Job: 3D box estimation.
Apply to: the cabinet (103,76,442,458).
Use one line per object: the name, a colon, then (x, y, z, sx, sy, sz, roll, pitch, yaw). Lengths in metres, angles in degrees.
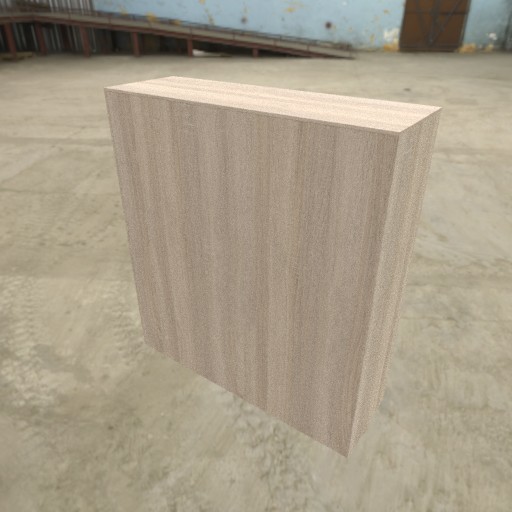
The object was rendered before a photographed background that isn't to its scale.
cabinet: (0.000, 0.000, 2.993, 1.870, 2.060, 0.620, 19, 35, 30)
